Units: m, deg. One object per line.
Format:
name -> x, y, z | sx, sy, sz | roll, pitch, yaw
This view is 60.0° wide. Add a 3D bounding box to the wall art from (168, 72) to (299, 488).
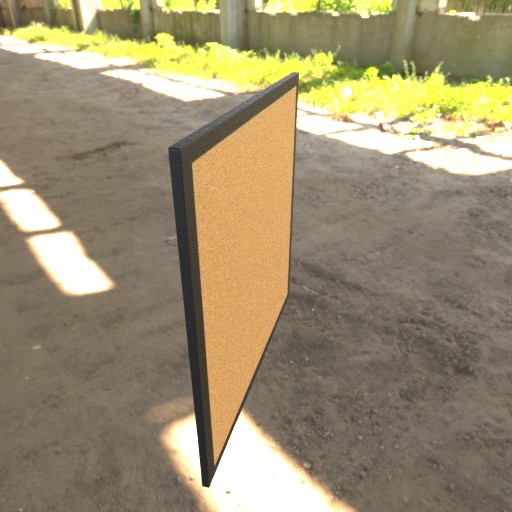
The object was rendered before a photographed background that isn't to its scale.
wall art -> 0.000, 0.000, 0.958 | 0.016, 0.659, 0.663 | 9, 31, 15
